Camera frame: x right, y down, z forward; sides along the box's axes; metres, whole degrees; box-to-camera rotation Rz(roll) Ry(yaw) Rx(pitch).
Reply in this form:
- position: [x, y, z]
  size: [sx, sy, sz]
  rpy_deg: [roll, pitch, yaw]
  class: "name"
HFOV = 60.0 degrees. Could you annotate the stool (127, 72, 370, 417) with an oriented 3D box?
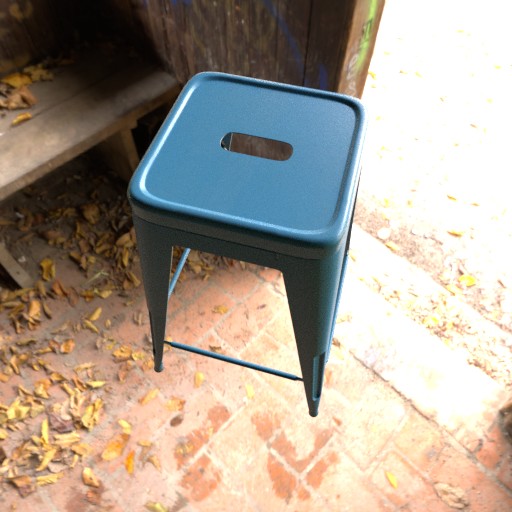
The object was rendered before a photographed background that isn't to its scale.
- position: [0.000, 0.000, 0.907]
  size: [0.410, 0.608, 0.410]
  rpy_deg: [13, 58, 8]
  class: "stool"
